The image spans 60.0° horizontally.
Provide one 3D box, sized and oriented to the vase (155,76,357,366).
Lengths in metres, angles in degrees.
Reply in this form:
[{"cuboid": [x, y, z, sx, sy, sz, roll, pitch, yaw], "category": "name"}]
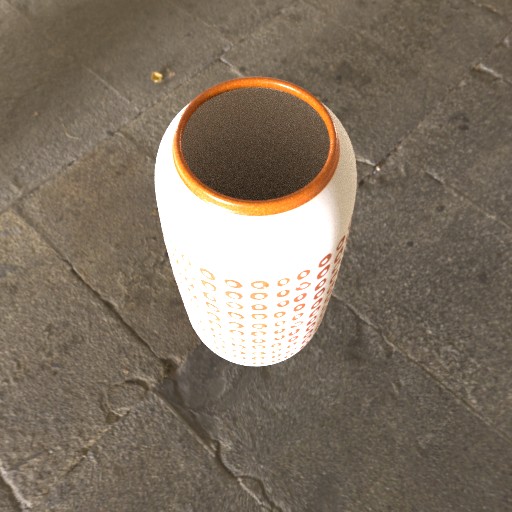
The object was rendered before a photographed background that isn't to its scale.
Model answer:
[{"cuboid": [0.000, 0.000, 0.347, 0.133, 0.282, 0.133, 0, 65, 0], "category": "vase"}]
